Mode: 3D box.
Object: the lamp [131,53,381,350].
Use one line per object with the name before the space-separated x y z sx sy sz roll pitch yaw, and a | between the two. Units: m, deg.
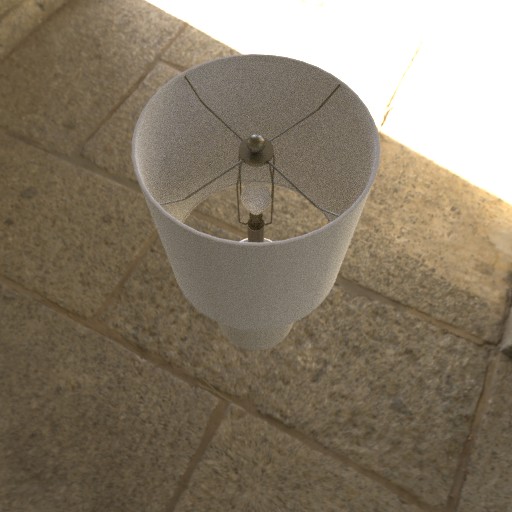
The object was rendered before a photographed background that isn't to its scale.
lamp | 0.000 0.000 0.510 0.188 0.392 0.188 -2 63 -1
